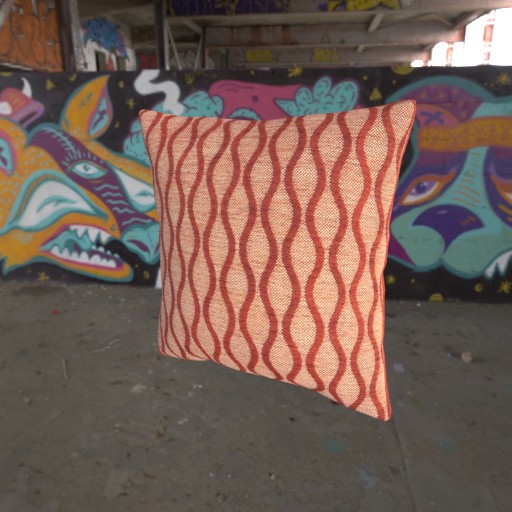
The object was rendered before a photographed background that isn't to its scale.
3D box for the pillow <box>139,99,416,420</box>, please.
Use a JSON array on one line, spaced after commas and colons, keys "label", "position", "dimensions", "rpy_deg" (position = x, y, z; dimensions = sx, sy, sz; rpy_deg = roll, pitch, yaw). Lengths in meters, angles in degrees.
[{"label": "pillow", "position": [0.000, 0.000, 0.666], "dimensions": [0.429, 0.434, 0.159], "rpy_deg": [8, 18, 26]}]
